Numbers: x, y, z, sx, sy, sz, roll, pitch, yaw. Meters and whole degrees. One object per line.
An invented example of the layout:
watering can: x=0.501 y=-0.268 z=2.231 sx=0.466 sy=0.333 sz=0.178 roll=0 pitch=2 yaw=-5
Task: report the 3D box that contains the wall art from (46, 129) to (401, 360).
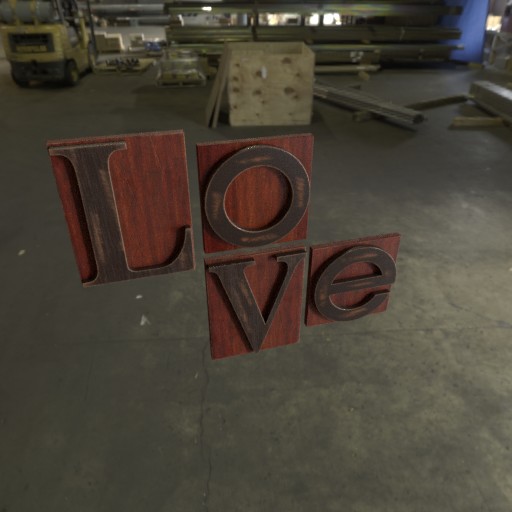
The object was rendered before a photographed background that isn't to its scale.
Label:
wall art: x=0.000 y=0.000 z=0.850 sx=0.635 sy=0.497 sz=0.030 roll=-9 pitch=33 yaw=-14
